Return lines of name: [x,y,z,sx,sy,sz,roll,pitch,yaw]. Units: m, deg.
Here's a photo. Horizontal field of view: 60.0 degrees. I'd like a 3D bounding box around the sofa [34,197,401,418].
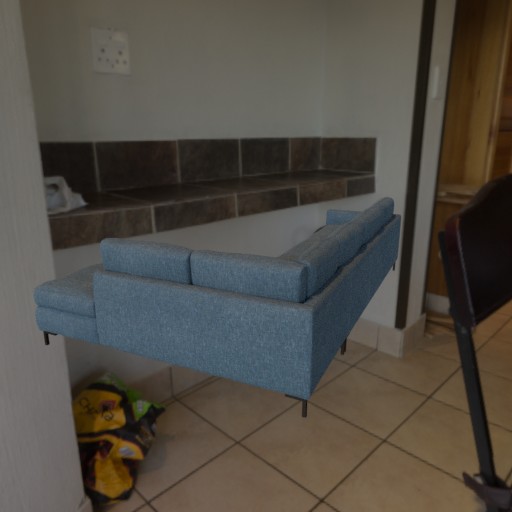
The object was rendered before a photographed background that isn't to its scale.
sofa: [0.000,0.000,3.867,2.007,0.815,2.949,7,17,25]
